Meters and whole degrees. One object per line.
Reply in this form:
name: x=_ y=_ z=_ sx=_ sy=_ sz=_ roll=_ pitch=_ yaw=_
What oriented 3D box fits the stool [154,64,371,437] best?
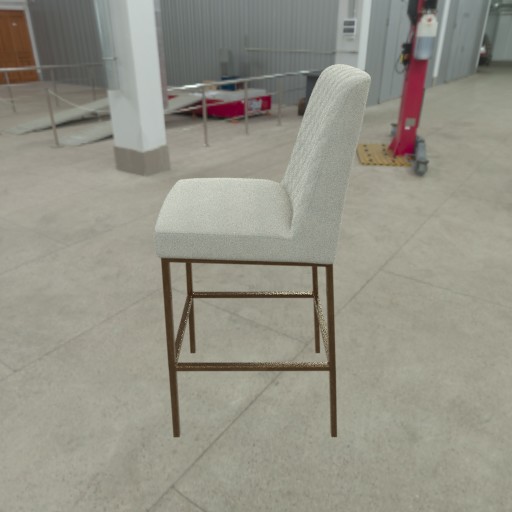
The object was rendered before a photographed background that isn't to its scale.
stool: x=0.000 y=0.000 z=1.379 sx=0.546 sy=1.084 sz=0.462 roll=0 pitch=27 yaw=0
